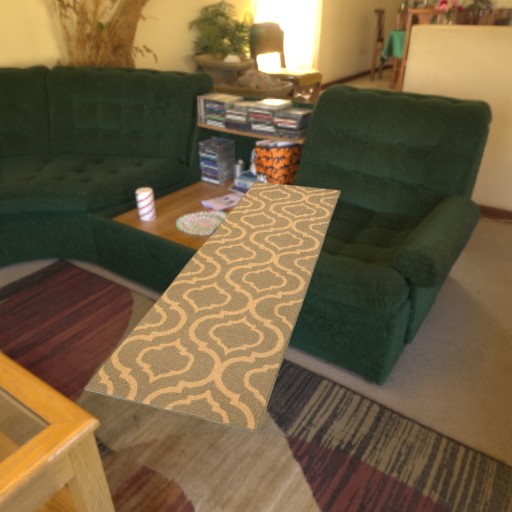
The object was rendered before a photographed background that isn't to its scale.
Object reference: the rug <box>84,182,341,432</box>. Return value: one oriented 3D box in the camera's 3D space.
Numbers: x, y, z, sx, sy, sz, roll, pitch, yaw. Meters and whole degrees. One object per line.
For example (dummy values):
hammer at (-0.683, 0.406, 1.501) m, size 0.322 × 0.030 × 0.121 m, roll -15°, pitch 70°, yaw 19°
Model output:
rug at (0.000, 0.000, 2.519) m, size 0.684 × 0.009 × 2.275 m, roll 8°, pitch 31°, yaw 14°
